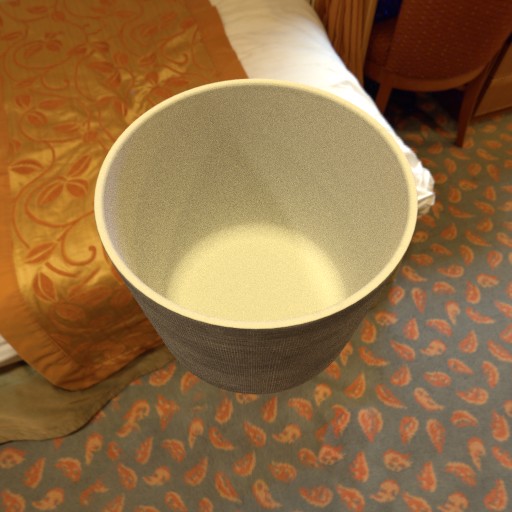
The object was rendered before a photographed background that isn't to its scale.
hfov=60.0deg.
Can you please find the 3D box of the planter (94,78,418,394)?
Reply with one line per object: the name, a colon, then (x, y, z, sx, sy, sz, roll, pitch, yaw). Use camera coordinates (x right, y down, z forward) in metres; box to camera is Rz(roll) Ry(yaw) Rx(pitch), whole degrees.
planter: (0.000, 0.000, 0.780, 0.440, 0.398, 0.440, 0, 58, 0)
